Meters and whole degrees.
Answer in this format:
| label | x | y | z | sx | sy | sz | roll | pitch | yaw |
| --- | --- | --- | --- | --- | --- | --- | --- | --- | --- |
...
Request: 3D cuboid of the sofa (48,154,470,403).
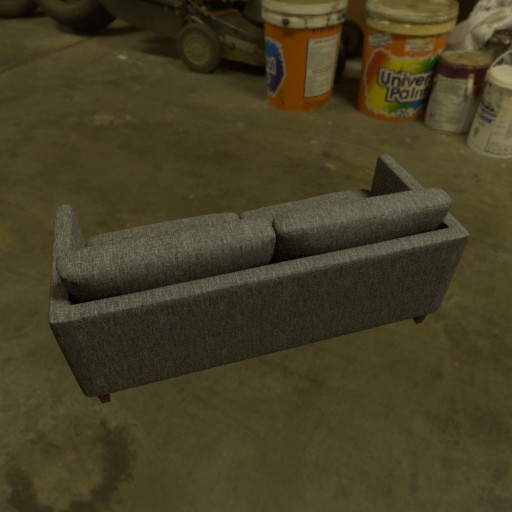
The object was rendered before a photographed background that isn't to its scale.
| label | x | y | z | sx | sy | sz | roll | pitch | yaw |
| --- | --- | --- | --- | --- | --- | --- | --- | --- | --- |
| sofa | 0.000 | 0.000 | 2.691 | 2.208 | 0.960 | 0.948 | -11 | 44 | -12 |
